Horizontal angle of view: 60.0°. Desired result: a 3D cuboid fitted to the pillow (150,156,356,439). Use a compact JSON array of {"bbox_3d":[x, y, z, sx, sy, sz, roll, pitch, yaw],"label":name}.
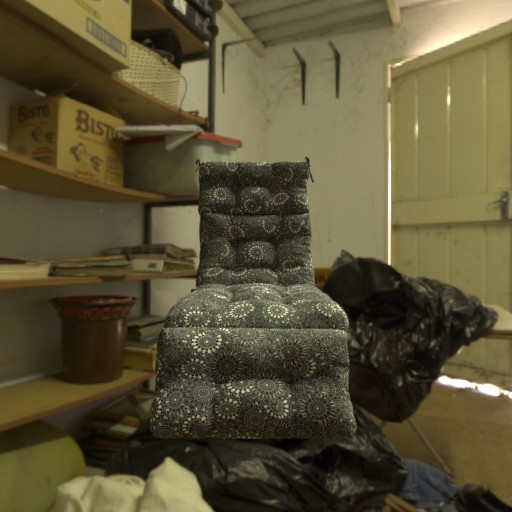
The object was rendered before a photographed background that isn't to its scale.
[{"bbox_3d":[0.000,0.000,1.510,0.526,0.863,1.016,0,1,0],"label":"pillow"}]
